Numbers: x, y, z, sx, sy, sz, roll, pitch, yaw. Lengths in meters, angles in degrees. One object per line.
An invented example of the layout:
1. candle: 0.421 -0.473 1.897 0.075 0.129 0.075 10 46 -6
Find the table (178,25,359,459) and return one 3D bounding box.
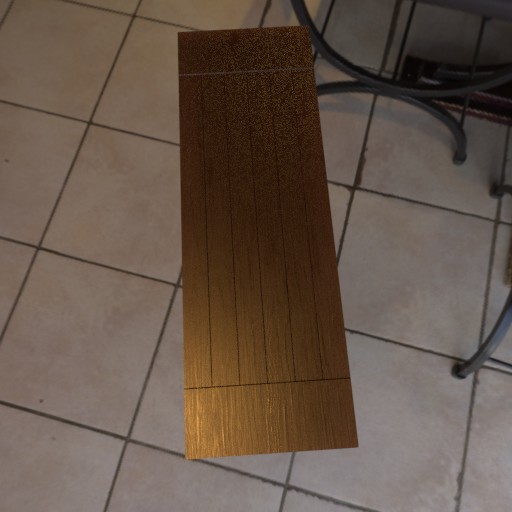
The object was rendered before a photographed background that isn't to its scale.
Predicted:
1. table: 0.000 0.000 1.423 0.373 0.768 1.062 -4 74 -1
